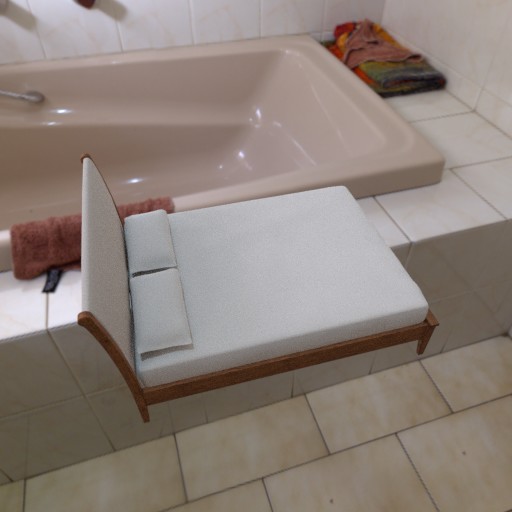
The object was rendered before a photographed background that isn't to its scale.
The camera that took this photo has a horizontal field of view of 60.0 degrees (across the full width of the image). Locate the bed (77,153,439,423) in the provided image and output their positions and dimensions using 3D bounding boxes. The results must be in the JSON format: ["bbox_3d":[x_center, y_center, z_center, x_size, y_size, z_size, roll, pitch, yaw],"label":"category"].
[{"bbox_3d":[0.000,0.000,3.117,2.108,1.135,1.502,-11,46,-11],"label":"bed"}]
